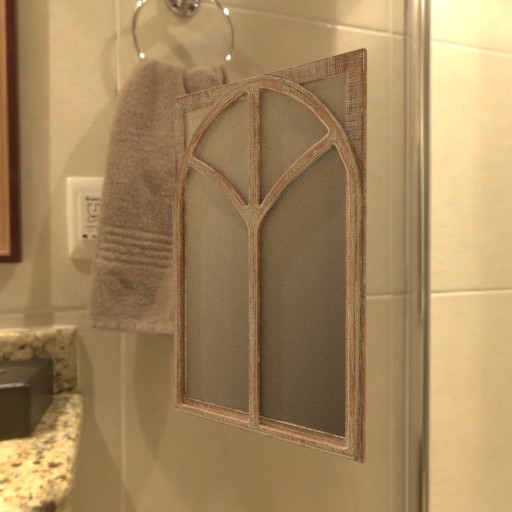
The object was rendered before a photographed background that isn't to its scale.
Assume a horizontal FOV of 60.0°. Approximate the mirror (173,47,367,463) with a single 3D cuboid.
[{"bbox_3d":[0.000,0.000,0.977,0.495,0.787,0.058,1,1,34],"label":"mirror"}]
